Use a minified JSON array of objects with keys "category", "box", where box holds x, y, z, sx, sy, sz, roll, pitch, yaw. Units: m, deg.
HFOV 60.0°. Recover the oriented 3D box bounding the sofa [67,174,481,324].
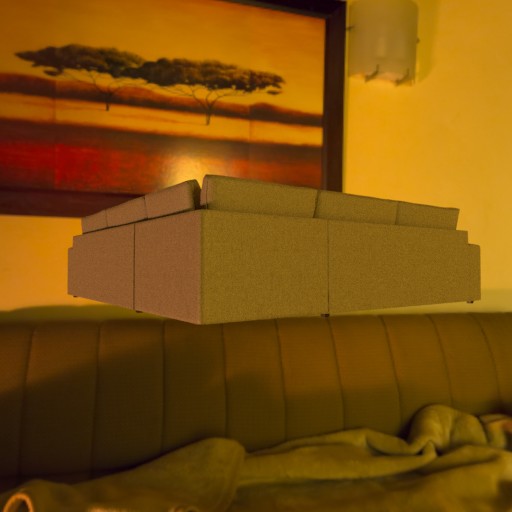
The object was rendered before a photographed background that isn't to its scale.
[{"category":"sofa","box":[0.000,0.000,4.023,2.622,0.800,2.742,1,-1,-35]}]
